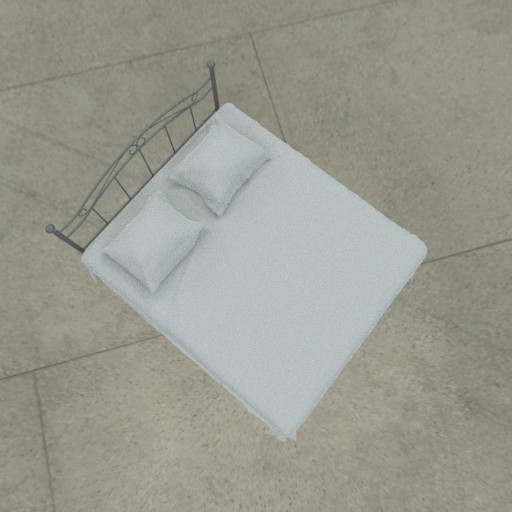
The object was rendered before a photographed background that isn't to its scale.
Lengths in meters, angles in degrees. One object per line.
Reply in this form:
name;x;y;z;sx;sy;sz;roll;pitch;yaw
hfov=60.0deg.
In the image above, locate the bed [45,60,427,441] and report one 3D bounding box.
bed;0.000;0.000;3.330;2.215;1.080;1.936;38;79;9
